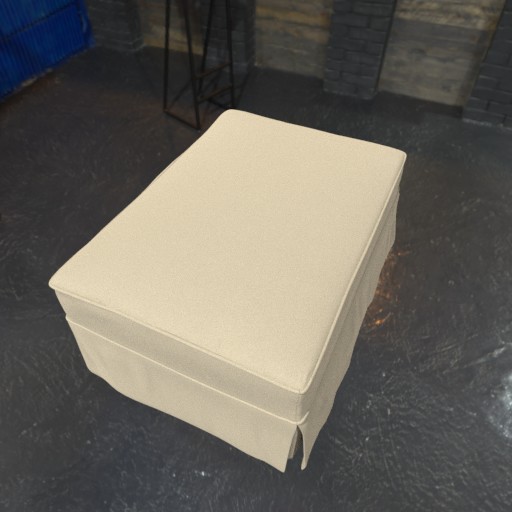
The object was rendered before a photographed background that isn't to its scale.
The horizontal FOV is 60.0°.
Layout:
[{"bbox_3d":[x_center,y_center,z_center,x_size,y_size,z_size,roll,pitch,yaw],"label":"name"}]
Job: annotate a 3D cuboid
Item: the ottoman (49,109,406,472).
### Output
[{"bbox_3d":[0.000,0.000,1.345,0.721,0.482,0.959,19,50,17],"label":"ottoman"}]
